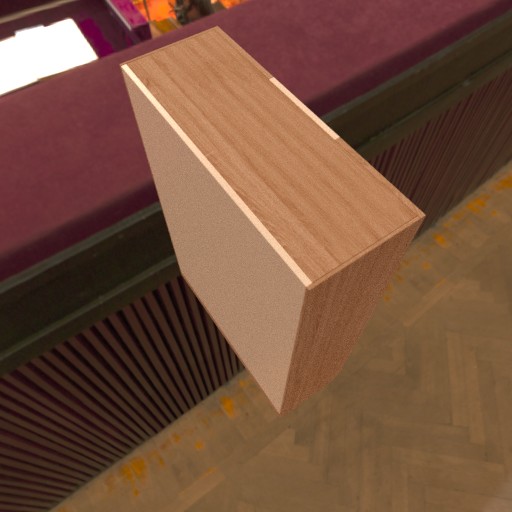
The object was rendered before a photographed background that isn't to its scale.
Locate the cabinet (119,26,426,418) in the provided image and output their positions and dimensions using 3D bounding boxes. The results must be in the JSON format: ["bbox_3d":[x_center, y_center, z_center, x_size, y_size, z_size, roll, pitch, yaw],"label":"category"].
[{"bbox_3d":[0.000,0.000,2.834,0.590,2.120,1.500,-30,63,-17],"label":"cabinet"}]
